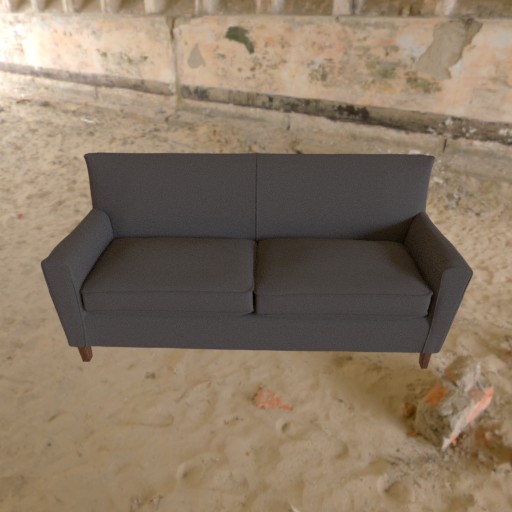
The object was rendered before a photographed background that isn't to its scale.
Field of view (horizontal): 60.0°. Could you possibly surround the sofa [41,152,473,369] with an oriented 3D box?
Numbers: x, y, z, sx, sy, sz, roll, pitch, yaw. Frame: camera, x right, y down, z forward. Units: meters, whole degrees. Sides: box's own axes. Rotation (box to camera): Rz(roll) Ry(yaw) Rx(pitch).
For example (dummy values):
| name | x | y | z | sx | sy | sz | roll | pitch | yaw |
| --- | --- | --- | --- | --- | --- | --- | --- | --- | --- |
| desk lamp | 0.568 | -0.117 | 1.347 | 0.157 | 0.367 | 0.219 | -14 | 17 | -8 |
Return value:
| name | x | y | z | sx | sy | sz | roll | pitch | yaw |
| --- | --- | --- | --- | --- | --- | --- | --- | --- | --- |
| sofa | 0.000 | 0.000 | 2.415 | 2.002 | 0.907 | 0.843 | 1 | 30 | 1 |
